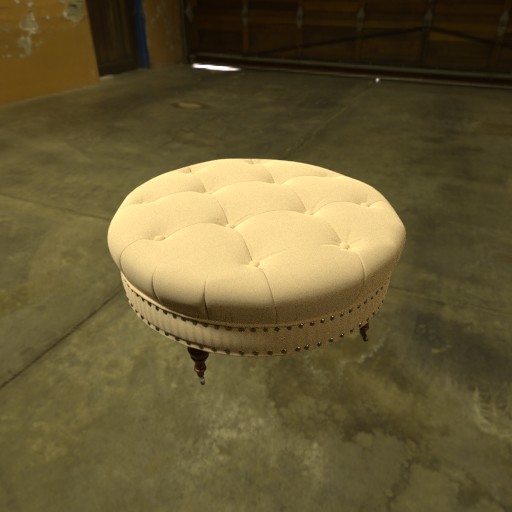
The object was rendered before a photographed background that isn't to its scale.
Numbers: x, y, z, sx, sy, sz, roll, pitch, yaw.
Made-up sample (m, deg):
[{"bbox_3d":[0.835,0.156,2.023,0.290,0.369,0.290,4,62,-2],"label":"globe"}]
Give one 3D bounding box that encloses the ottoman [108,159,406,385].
[{"bbox_3d":[0.000,0.000,1.451,0.901,0.439,0.901,0,30,0],"label":"ottoman"}]
